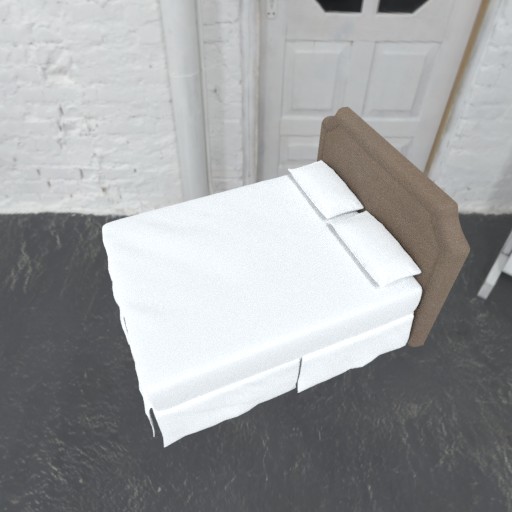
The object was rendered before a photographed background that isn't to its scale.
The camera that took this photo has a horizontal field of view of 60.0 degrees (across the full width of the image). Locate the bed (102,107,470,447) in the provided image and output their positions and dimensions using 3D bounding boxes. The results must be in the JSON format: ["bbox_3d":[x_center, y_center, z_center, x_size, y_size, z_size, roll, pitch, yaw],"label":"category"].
[{"bbox_3d":[0.000,0.000,3.223,2.116,1.290,1.693,-17,49,-15],"label":"bed"}]
